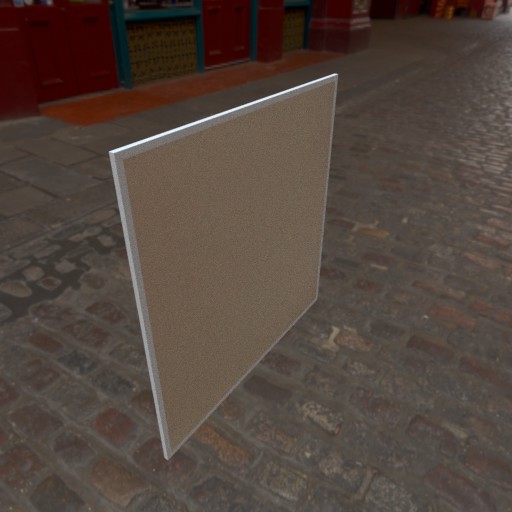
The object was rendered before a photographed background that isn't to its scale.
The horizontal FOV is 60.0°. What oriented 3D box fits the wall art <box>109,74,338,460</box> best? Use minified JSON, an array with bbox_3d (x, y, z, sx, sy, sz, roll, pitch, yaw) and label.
[{"bbox_3d":[0.000,0.000,0.676,0.007,0.456,0.456,20,37,29],"label":"wall art"}]
